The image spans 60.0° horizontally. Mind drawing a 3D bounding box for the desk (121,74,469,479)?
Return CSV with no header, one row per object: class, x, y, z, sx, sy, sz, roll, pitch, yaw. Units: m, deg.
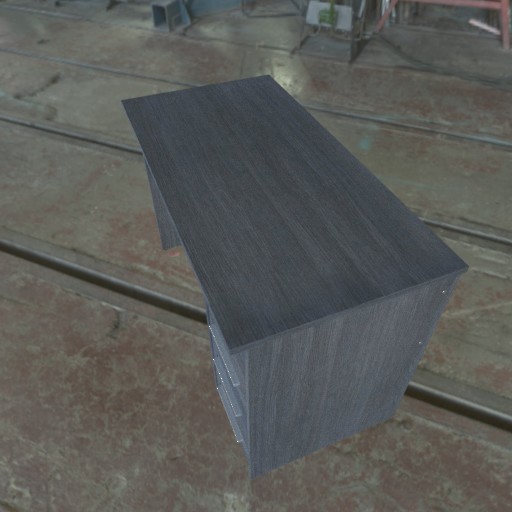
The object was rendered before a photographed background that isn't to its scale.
desk,0.000,0.000,1.510,0.560,0.730,1.096,-16,47,-16
